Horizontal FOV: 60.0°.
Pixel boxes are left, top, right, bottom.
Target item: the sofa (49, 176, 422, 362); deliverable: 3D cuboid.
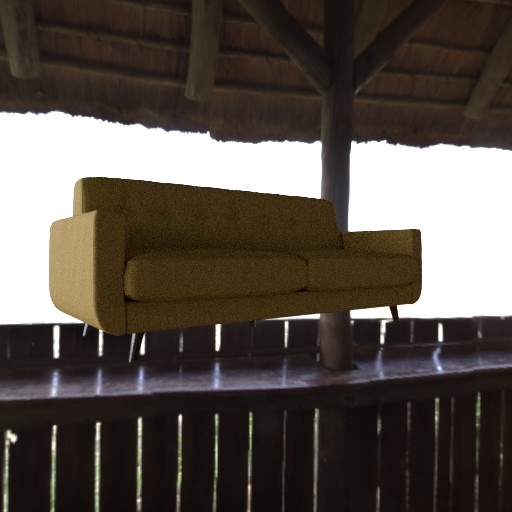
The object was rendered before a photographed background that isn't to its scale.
[{"bbox_3d":[0.000,0.000,2.538,2.029,0.841,0.909,0,0,-35],"label":"sofa"}]
